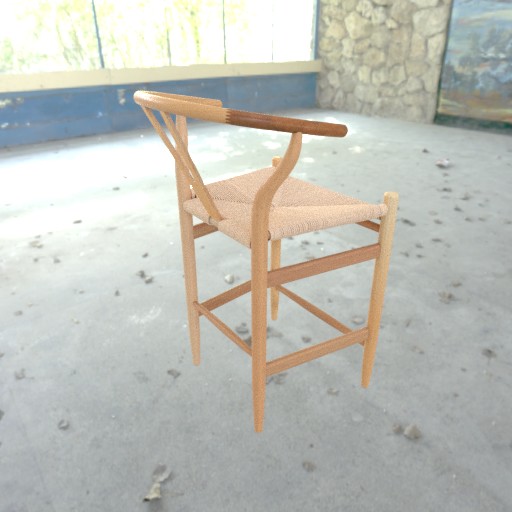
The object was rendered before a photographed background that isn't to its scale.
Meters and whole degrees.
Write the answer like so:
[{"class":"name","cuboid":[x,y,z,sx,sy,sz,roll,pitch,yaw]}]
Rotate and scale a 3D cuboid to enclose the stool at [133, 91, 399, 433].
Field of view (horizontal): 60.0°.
[{"class":"stool","cuboid":[0.000,0.000,1.290,0.575,0.923,0.536,-18,31,-32]}]
